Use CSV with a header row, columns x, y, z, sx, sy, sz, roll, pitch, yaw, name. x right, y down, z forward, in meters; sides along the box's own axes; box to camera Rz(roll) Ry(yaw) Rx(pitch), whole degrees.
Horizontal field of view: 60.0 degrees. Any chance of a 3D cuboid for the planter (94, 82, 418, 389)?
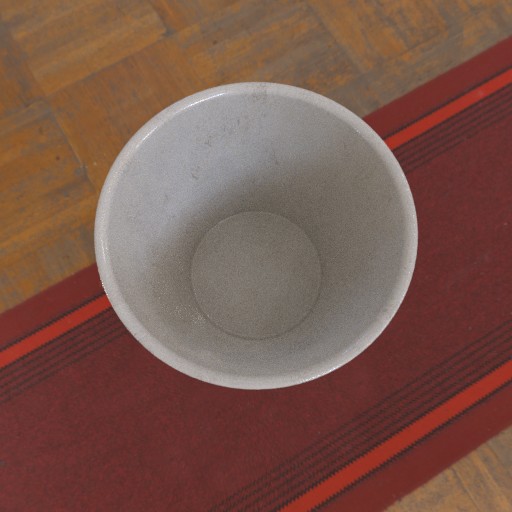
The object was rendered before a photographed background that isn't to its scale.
x,y,z,sx,sy,sz,roll,pitch,yaw,name
0.000,0.000,0.463,0.260,0.220,0.260,0,75,0,planter
